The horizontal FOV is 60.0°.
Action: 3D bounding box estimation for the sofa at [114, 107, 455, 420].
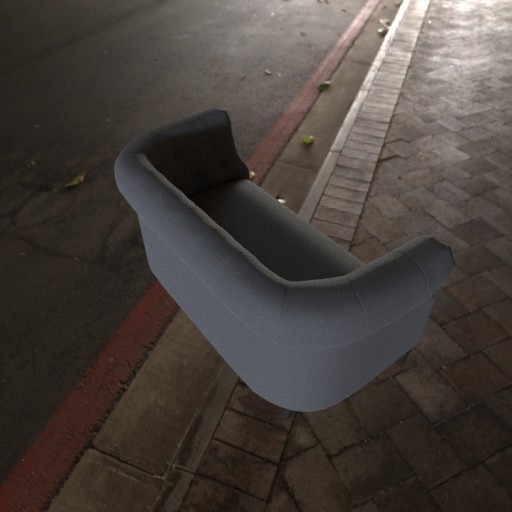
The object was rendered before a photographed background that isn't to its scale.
[{"bbox_3d":[0.000,0.000,2.099,0.835,0.827,1.558,-27,49,-27],"label":"sofa"}]
